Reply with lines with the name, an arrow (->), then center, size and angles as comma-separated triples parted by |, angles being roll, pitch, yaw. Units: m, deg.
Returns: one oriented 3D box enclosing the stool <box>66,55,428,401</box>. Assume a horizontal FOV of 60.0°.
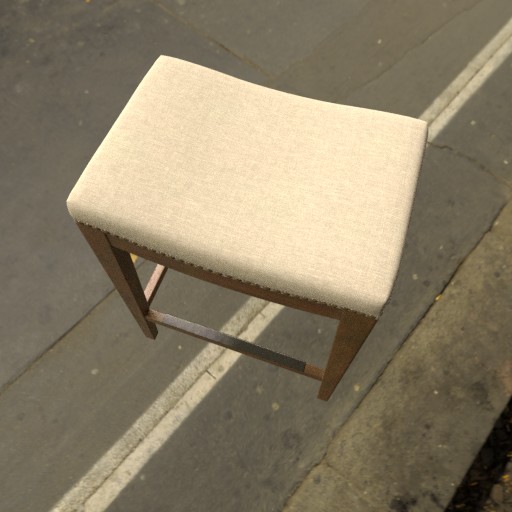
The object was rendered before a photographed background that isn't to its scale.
stool -> 0.000, 0.000, 0.947 | 0.508, 0.660, 0.356 | 17, 65, 9
